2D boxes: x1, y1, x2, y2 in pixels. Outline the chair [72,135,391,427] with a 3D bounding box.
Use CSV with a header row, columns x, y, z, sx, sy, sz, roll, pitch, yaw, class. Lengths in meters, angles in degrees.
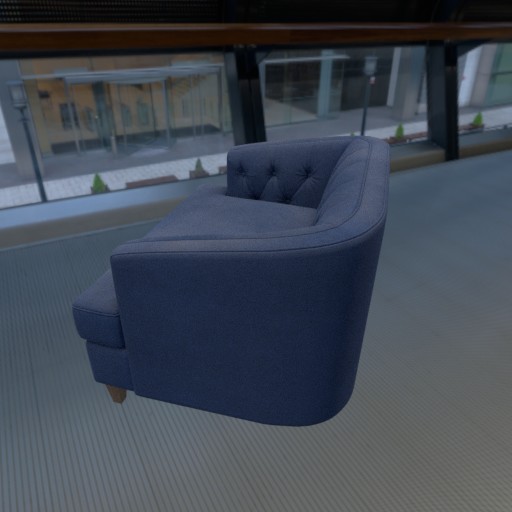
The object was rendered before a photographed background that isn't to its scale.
x,y,z,sx,sy,sz,roll,pitch,yaw,class
0.000,0.000,1.753,0.914,0.787,1.118,8,31,14,chair
